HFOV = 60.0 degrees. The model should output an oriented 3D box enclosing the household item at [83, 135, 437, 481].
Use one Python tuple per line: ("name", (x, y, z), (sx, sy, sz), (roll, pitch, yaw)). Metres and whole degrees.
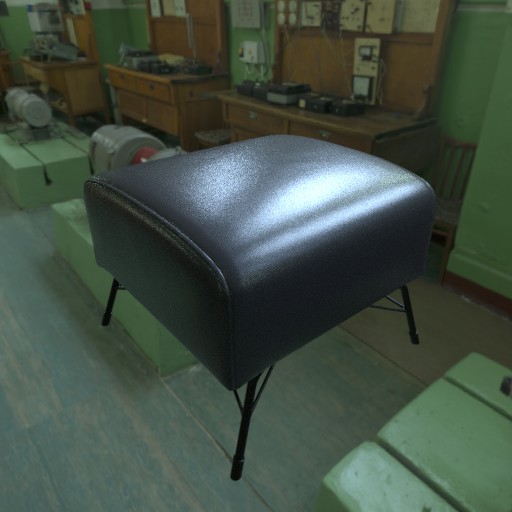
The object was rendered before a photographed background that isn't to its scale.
("household item", (0.000, 0.000, 0.930), (0.530, 0.410, 0.530), (-22, 36, -34))
